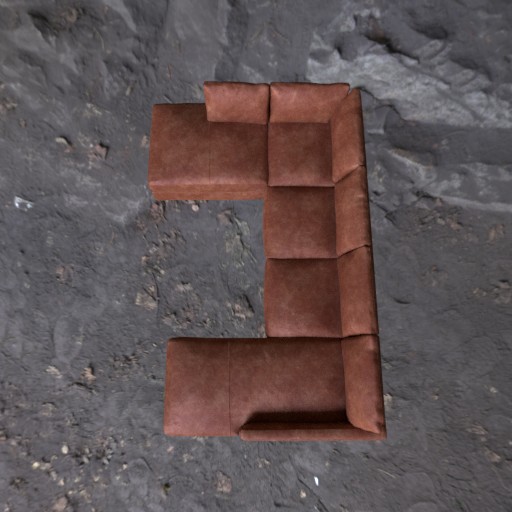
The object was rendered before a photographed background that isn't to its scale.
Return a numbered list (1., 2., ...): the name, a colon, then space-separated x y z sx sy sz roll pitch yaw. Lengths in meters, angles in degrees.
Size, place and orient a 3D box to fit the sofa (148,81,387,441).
1. sofa: 0.000 0.000 3.845 1.939 0.900 2.956 0 75 0
